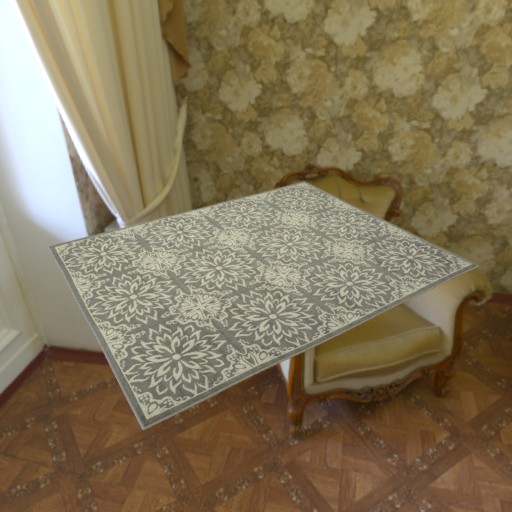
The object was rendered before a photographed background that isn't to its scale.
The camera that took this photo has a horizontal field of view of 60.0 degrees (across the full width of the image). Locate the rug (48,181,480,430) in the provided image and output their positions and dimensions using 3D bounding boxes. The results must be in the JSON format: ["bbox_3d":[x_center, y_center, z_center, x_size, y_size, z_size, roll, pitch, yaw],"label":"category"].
[{"bbox_3d":[0.000,0.000,3.889,2.980,0.012,2.363,-19,35,-28],"label":"rug"}]
